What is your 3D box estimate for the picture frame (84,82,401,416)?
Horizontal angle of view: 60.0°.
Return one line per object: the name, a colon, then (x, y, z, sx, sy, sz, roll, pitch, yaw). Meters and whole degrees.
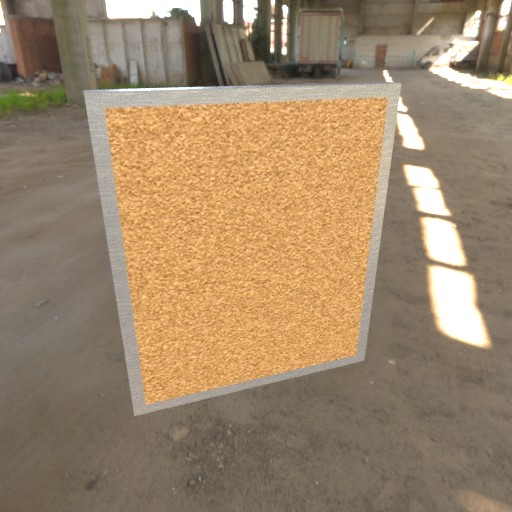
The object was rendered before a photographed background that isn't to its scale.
picture frame: (0.000, 0.000, 0.527, 0.327, 0.378, 0.027, -8, 27, -17)
